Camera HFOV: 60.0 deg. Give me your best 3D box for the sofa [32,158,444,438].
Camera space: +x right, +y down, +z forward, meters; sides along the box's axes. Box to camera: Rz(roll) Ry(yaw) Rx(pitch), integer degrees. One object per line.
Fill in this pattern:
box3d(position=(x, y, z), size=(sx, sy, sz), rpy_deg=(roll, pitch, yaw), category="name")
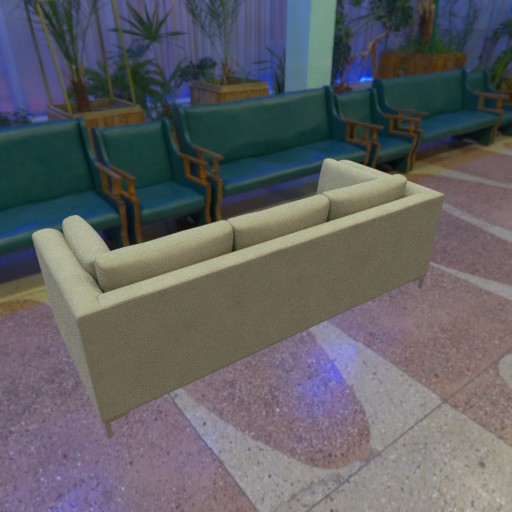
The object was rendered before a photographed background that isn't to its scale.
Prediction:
box3d(position=(0.000, 0.000, 2.883), size=(2.415, 0.867, 0.969), rpy_deg=(-18, 34, -29), category="sofa")
